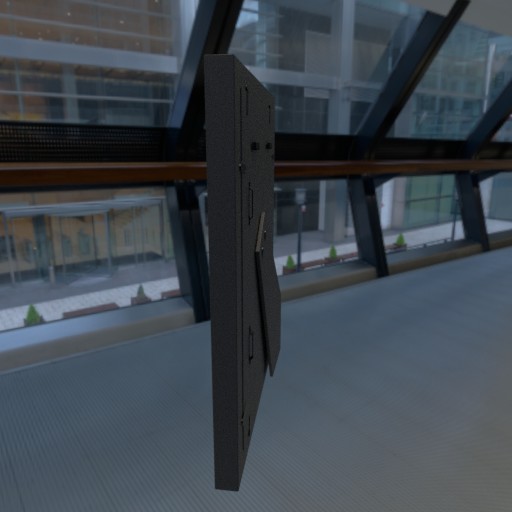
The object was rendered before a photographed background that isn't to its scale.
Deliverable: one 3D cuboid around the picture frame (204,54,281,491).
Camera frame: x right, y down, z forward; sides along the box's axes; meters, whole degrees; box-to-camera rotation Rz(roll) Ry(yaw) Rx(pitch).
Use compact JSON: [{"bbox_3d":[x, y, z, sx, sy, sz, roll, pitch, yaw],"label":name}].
[{"bbox_3d":[0.000,0.000,0.520,0.036,0.383,0.307,2,14,8],"label":"picture frame"}]
